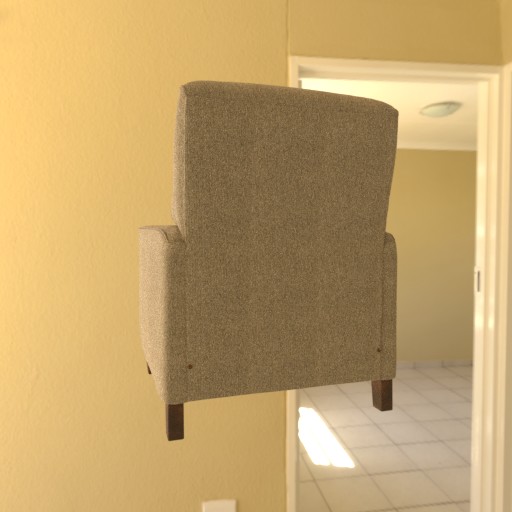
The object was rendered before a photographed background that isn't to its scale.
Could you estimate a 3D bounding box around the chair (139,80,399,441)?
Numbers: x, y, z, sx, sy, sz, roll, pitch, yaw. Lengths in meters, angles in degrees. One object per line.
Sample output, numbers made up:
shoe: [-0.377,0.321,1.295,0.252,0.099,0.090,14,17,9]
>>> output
chair: [0.000,0.000,1.682,0.841,1.028,0.858,-1,2,-18]
